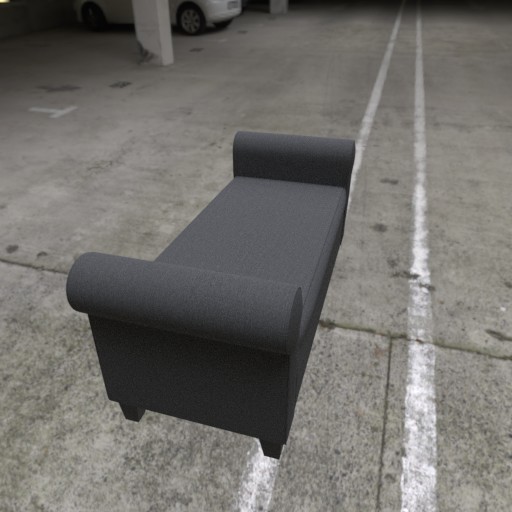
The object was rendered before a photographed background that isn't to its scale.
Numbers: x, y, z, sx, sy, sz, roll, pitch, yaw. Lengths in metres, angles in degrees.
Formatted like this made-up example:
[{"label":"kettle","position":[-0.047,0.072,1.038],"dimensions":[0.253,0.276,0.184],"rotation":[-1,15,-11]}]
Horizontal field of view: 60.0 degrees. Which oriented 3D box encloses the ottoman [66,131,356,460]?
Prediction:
[{"label":"ottoman","position":[0.000,0.000,1.540],"dimensions":[0.521,0.547,1.256],"rotation":[9,32,14]}]
